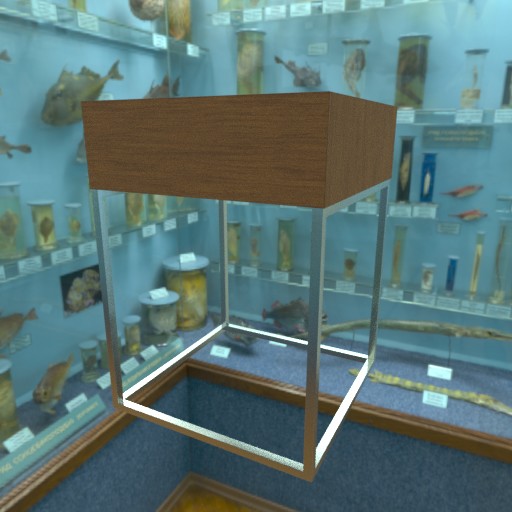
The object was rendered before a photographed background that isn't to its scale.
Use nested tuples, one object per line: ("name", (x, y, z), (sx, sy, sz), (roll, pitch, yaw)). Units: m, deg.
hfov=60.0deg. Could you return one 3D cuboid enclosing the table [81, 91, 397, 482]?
("table", (0.000, 0.000, 0.833), (0.397, 0.540, 0.398), (8, 18, 27))
